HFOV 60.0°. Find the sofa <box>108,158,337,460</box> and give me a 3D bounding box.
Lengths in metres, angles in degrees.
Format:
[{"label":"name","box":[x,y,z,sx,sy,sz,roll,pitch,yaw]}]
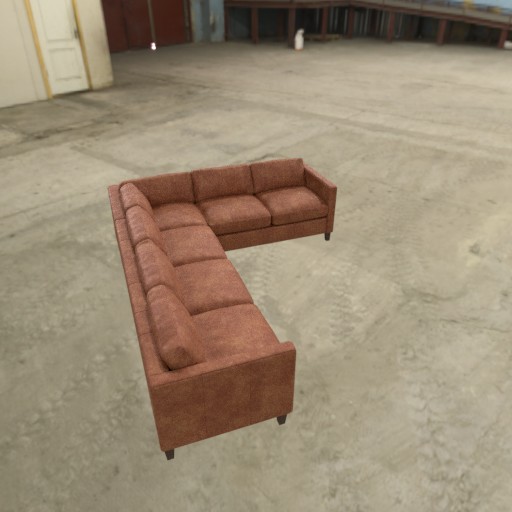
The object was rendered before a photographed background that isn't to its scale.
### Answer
[{"label":"sofa","box":[0.000,0.000,4.222,2.438,0.838,3.167,-11,33,-17]}]
